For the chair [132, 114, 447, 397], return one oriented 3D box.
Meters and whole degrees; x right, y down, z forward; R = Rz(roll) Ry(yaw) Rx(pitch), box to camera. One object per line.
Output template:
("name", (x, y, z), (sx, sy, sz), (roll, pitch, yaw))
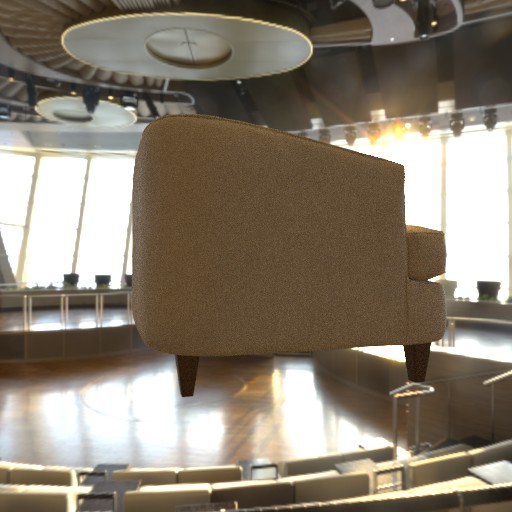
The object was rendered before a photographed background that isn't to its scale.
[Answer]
("chair", (0.000, 0.000, 1.733), (0.914, 0.787, 1.118), (0, 0, -18))
